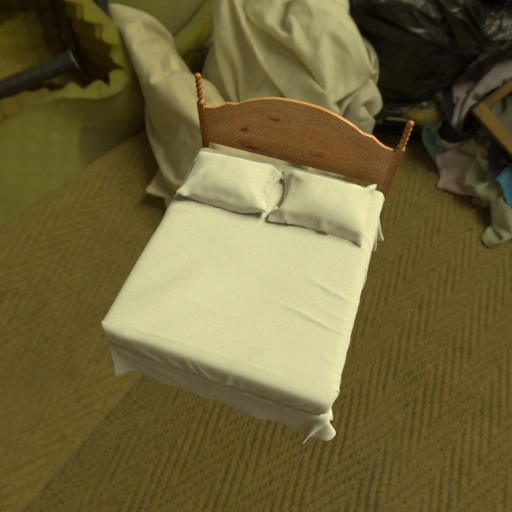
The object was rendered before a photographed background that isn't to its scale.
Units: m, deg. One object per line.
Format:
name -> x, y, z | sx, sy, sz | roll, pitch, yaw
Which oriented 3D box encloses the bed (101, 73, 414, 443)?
bed -> 0.000, 0.000, 3.274 | 1.873, 1.356, 2.040 | 16, 60, 10
